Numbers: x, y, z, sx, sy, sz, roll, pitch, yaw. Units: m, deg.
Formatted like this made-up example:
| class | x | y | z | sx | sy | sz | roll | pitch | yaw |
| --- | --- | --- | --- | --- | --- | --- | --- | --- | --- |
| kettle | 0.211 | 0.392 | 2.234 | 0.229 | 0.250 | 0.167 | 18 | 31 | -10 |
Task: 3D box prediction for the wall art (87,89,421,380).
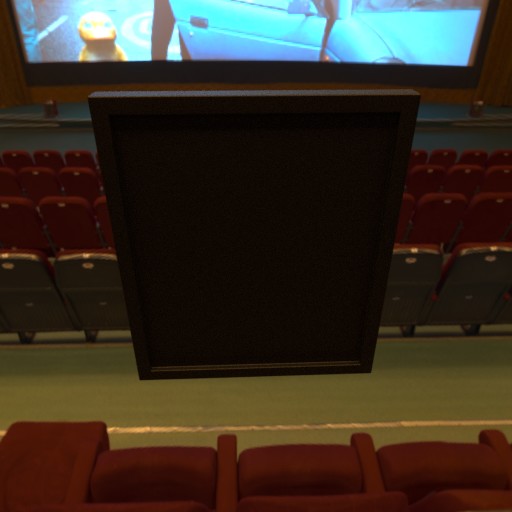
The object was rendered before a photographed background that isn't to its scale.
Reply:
| class | x | y | z | sx | sy | sz | roll | pitch | yaw |
| --- | --- | --- | --- | --- | --- | --- | --- | --- | --- |
| wall art | 0.000 | 0.000 | 0.542 | 0.328 | 0.381 | 0.028 | -1 | 30 | -2 |
